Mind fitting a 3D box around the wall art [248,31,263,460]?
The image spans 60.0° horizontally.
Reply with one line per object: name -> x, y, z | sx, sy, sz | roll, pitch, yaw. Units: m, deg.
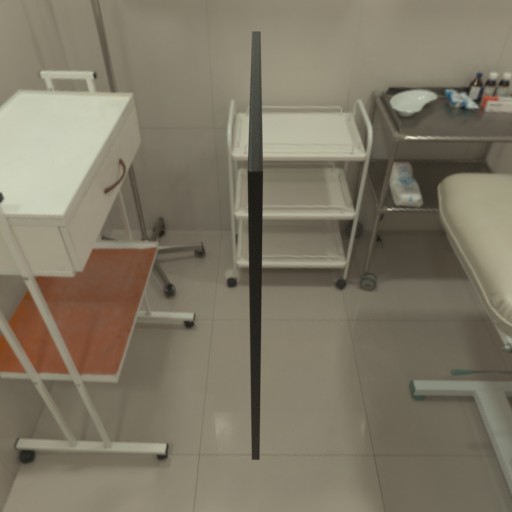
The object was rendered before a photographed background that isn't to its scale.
wall art -> 0.000, 0.000, 0.839 | 0.016, 0.657, 0.480 | 0, 42, 0
